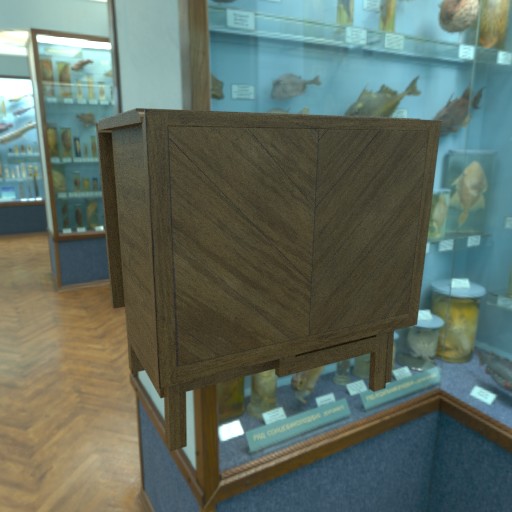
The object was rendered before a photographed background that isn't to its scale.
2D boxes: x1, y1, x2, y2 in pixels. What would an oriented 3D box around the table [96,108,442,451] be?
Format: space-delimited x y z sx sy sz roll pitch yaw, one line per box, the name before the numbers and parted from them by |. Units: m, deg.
table | 0.000 0.000 1.292 0.746 0.763 0.591 -7 16 -26
